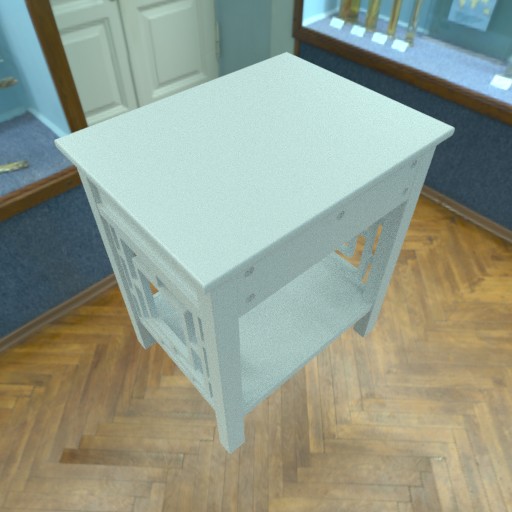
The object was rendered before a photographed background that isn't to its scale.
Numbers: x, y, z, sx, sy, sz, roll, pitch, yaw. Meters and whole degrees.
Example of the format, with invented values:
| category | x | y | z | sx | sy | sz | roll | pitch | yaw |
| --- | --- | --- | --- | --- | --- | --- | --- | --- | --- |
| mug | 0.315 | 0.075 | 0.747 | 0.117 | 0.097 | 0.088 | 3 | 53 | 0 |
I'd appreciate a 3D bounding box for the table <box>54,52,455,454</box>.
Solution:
| category | x | y | z | sx | sy | sz | roll | pitch | yaw |
| --- | --- | --- | --- | --- | --- | --- | --- | --- | --- |
| table | 0.000 | 0.000 | 1.025 | 0.564 | 0.646 | 0.451 | -33 | 55 | -27 |
